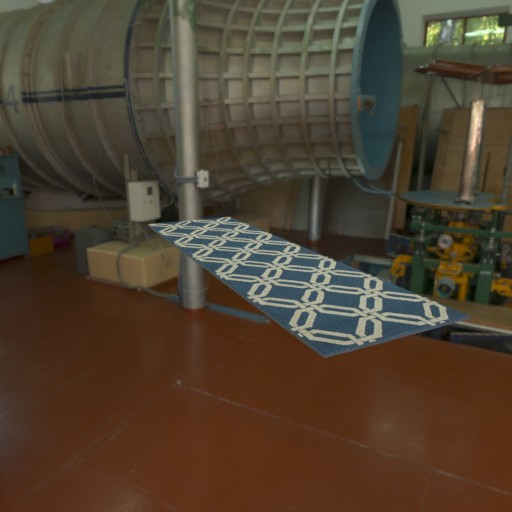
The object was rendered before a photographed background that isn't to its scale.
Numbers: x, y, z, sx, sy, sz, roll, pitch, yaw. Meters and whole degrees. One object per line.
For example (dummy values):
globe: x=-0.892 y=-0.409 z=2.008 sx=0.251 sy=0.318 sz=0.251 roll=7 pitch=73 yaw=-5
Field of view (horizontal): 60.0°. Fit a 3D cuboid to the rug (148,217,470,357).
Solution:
rug: x=0.000 y=0.000 z=2.517 sx=0.678 sy=0.014 sz=2.276 roll=-8 pitch=18 yaw=-26
